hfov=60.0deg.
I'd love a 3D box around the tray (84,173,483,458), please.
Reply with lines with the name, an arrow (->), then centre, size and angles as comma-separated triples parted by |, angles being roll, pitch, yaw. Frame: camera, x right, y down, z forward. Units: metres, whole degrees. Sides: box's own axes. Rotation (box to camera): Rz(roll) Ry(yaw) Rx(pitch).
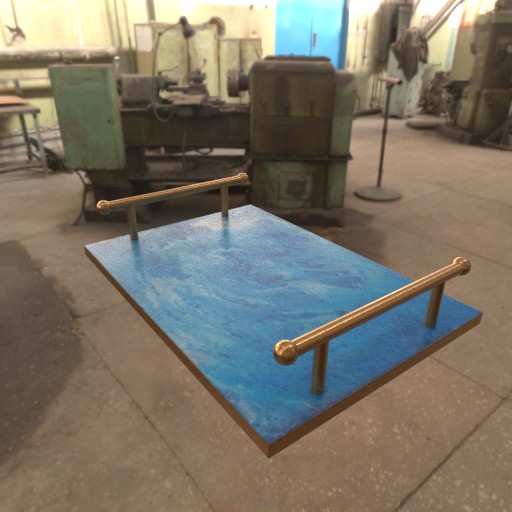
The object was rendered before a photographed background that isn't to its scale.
tray -> 0.000, 0.000, 0.562 | 0.304, 0.084, 0.444 | -18, 31, -32
